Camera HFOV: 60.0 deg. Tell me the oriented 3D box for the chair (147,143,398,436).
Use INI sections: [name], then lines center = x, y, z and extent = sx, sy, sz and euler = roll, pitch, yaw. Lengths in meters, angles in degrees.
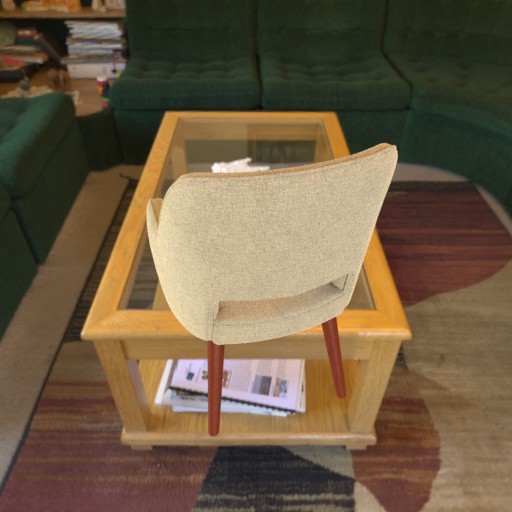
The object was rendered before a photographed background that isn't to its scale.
[chair]
center = 0.000, 0.000, 1.227
extent = 0.548, 0.849, 0.605
euler = -12, 42, -13
